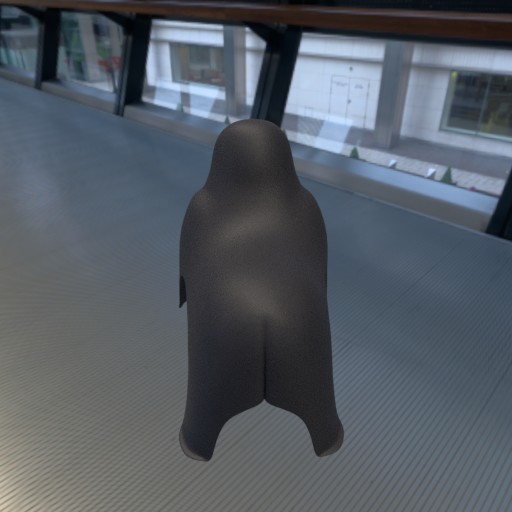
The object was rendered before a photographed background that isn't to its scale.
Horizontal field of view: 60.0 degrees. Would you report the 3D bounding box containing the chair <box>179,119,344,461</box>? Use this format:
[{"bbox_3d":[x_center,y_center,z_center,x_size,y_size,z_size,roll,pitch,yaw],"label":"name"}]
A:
[{"bbox_3d":[0.000,0.000,1.147,0.490,0.600,0.758,-1,30,-2],"label":"chair"}]
